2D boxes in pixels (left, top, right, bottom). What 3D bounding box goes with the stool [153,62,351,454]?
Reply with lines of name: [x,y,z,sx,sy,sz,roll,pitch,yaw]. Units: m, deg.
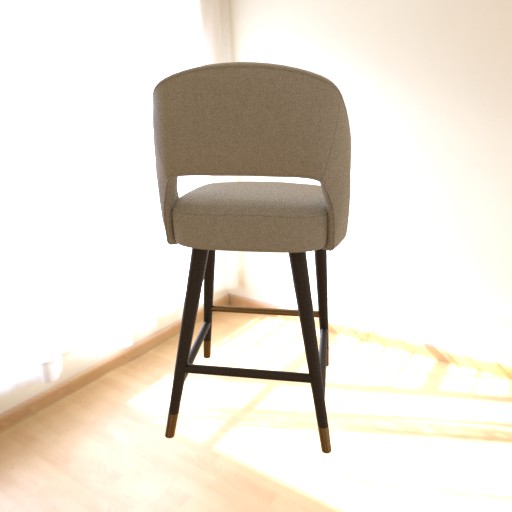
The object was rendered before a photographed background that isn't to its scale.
stool: [0.000,0.000,1.234,0.494,0.940,0.509,2,17,8]
